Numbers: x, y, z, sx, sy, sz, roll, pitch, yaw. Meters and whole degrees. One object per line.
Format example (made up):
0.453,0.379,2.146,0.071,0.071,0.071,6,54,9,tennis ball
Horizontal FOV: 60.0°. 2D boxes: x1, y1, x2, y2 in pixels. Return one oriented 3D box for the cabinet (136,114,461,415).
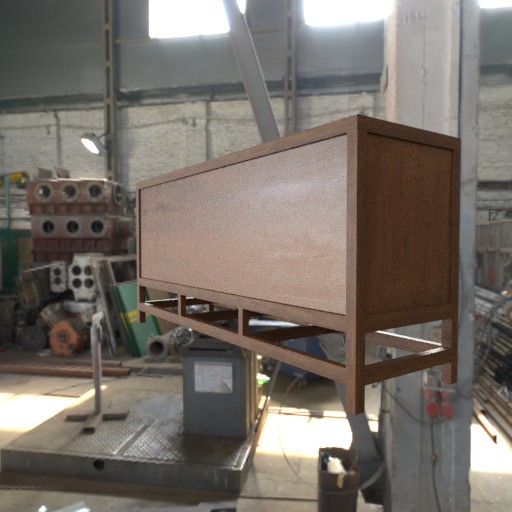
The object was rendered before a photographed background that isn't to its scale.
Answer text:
0.000,0.000,2.052,0.522,0.820,1.708,-1,2,-35,cabinet
